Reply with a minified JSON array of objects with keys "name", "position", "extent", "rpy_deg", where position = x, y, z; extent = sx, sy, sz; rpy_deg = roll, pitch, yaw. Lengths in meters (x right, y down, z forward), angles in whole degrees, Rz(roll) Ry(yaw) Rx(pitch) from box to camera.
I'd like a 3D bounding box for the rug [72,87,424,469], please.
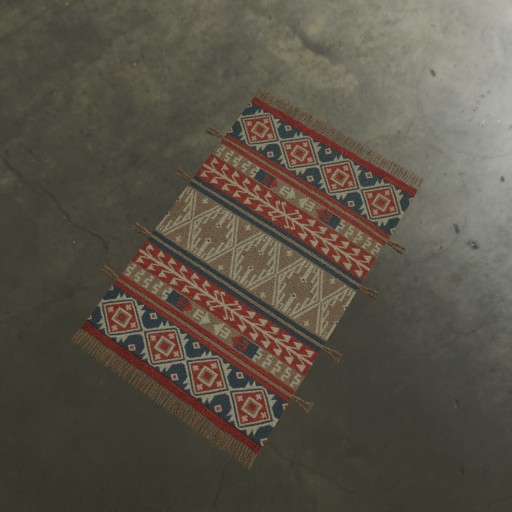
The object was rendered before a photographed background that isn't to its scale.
[{"name":"rug","position":[0.000,0.000,3.222],"extent":[1.778,0.048,2.450],"rpy_deg":[33,78,8]}]
